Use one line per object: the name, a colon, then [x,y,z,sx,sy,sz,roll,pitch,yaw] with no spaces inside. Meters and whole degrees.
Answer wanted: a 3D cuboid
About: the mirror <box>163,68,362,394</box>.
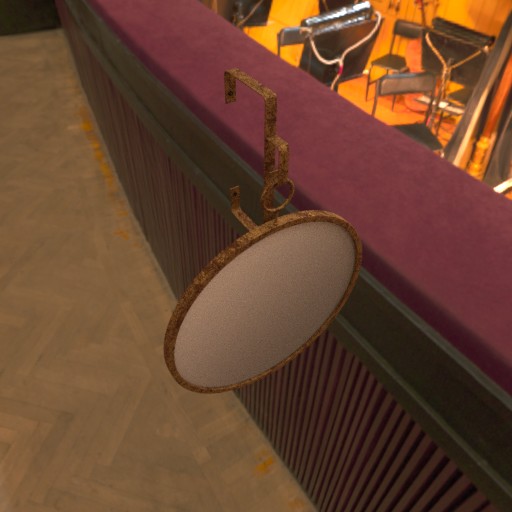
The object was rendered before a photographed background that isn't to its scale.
mirror: [0.000,0.000,0.831,0.447,0.651,0.144,-24,50,-23]
